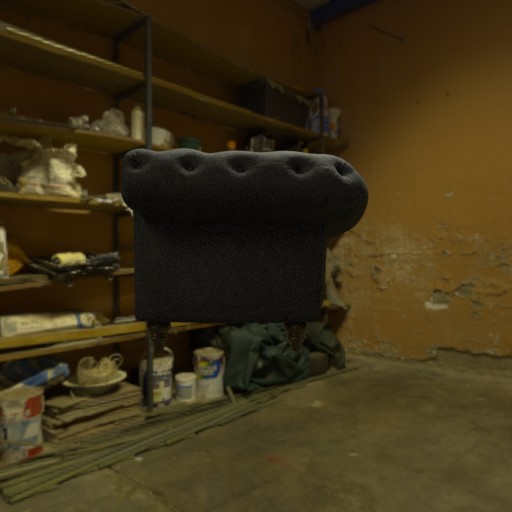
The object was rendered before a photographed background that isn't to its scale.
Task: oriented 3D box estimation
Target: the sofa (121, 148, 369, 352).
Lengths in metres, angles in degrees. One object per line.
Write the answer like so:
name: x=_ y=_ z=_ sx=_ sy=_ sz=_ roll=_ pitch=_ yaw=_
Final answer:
sofa: x=0.000 y=0.000 z=2.635 sx=1.082 sy=0.833 sz=1.988 roll=0 pitch=-1 yaw=0
